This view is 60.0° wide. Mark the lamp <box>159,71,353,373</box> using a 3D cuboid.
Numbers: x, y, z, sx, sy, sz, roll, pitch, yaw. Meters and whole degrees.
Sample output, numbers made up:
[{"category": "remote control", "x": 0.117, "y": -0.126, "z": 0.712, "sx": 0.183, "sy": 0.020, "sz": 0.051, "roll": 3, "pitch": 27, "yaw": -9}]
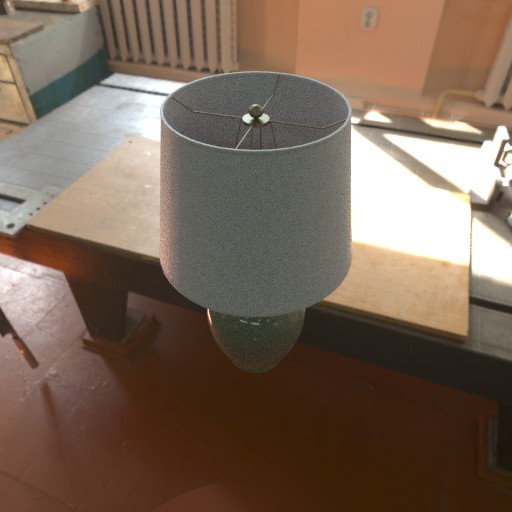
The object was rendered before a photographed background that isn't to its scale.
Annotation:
[{"category": "lamp", "x": 0.000, "y": 0.000, "z": 0.571, "sx": 0.239, "sy": 0.399, "sz": 0.239, "roll": 0, "pitch": 42, "yaw": 0}]
